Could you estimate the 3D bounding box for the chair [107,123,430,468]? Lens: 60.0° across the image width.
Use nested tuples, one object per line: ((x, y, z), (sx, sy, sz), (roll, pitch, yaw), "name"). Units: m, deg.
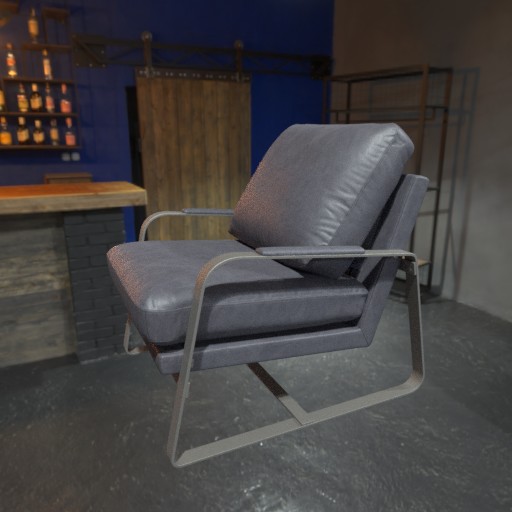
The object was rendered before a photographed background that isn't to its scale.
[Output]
((0.000, 0.000, 1.450), (0.878, 0.839, 0.692), (-7, 17, -24), "chair")
